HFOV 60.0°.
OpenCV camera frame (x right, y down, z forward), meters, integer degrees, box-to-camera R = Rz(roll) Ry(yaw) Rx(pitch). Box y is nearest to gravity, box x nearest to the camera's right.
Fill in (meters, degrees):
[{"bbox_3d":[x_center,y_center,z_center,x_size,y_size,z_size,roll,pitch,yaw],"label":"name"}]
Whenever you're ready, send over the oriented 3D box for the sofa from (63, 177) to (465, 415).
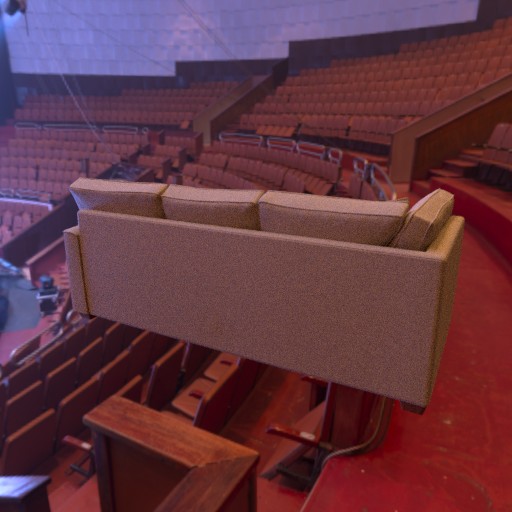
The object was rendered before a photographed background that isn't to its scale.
[{"bbox_3d":[0.000,0.000,2.830,2.317,0.962,1.061,9,19,27],"label":"sofa"}]
